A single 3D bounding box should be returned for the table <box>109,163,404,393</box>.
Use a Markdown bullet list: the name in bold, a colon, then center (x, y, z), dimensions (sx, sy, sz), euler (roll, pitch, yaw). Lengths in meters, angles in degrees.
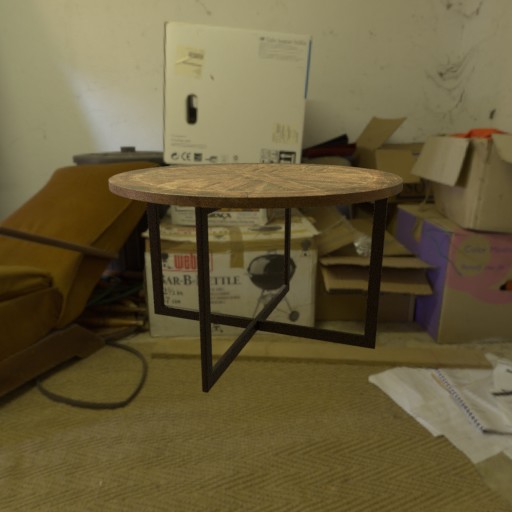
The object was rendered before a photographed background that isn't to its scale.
- **table**: center (0.000, 0.000, 2.100), dimensions (1.264, 0.762, 1.264), euler (0, 17, 0)
